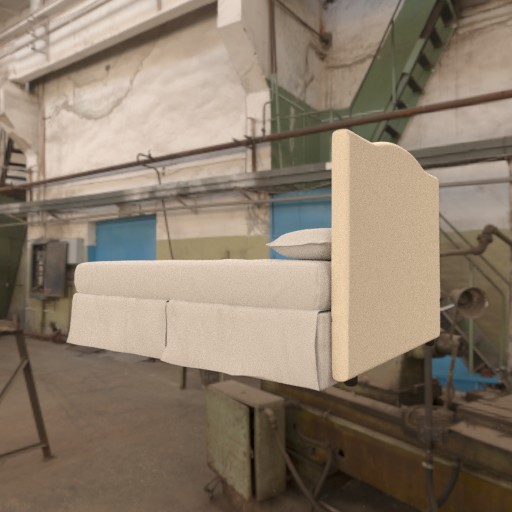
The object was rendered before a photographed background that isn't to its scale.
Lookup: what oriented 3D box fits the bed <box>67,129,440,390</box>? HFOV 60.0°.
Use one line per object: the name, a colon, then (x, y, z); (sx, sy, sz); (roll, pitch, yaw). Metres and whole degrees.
bed: (0.000, 0.000, 3.684); (2.477, 1.437, 1.977); (-1, -1, 37)
